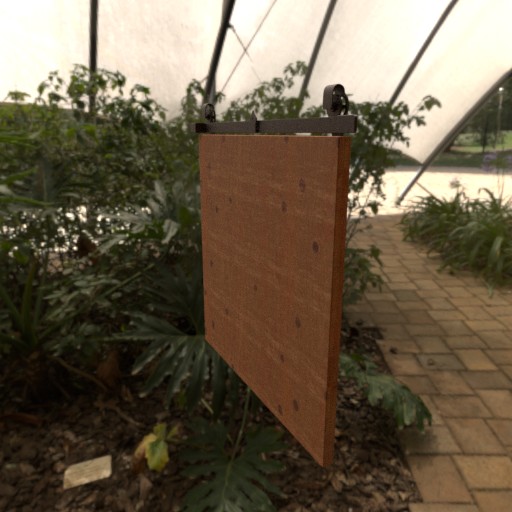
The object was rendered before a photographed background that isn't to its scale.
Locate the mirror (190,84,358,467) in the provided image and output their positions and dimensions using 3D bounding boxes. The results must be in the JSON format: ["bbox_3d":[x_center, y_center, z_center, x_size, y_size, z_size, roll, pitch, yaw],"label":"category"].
[{"bbox_3d":[0.000,0.000,1.174,0.054,0.800,0.805,-8,17,-26],"label":"mirror"}]
